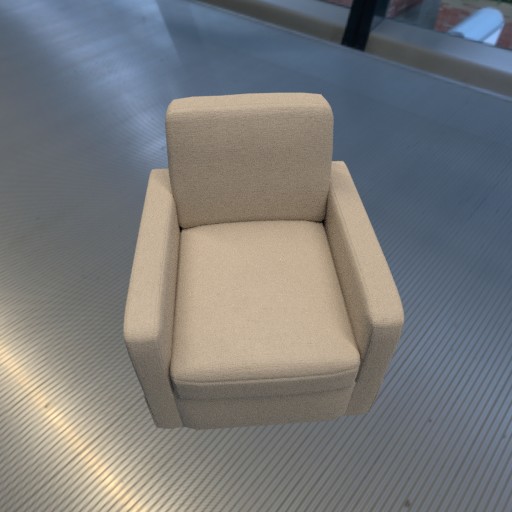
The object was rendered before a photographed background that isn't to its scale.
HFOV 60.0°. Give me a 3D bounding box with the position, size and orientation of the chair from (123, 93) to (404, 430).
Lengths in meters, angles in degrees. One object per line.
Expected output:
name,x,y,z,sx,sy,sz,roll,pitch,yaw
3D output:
chair,0.000,0.000,1.517,0.755,0.827,0.888,-3,48,-3
